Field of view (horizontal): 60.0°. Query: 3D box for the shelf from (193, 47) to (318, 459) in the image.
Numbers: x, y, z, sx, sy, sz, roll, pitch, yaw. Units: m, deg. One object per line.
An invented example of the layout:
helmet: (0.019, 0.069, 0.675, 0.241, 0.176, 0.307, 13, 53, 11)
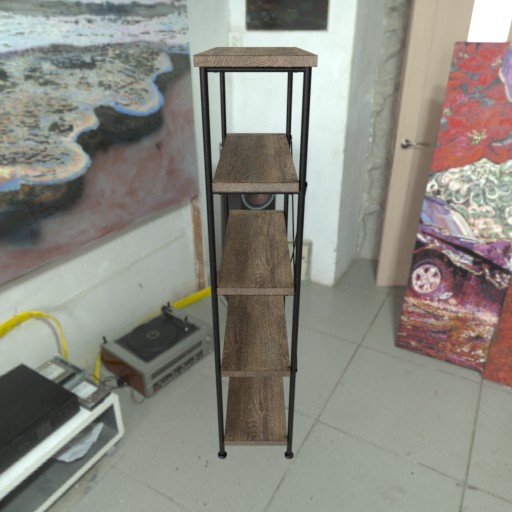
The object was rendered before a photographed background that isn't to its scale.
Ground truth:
shelf: (0.000, 0.000, 2.017, 0.360, 1.700, 0.800, 0, 27, 0)
